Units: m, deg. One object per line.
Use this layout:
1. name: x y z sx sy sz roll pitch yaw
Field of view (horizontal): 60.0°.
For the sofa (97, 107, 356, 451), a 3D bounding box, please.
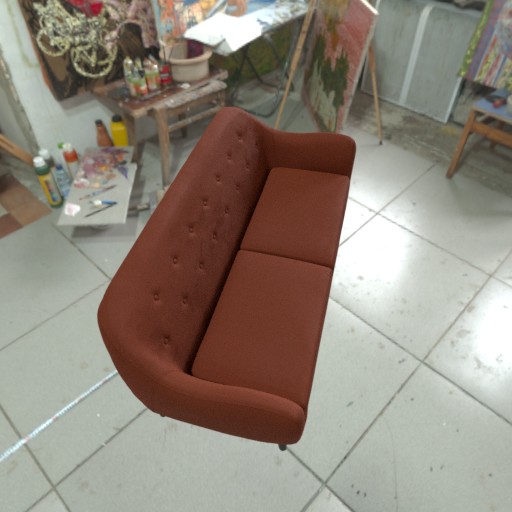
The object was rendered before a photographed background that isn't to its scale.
1. sofa: 0.000 0.000 2.297 0.820 0.836 1.840 11 48 10
